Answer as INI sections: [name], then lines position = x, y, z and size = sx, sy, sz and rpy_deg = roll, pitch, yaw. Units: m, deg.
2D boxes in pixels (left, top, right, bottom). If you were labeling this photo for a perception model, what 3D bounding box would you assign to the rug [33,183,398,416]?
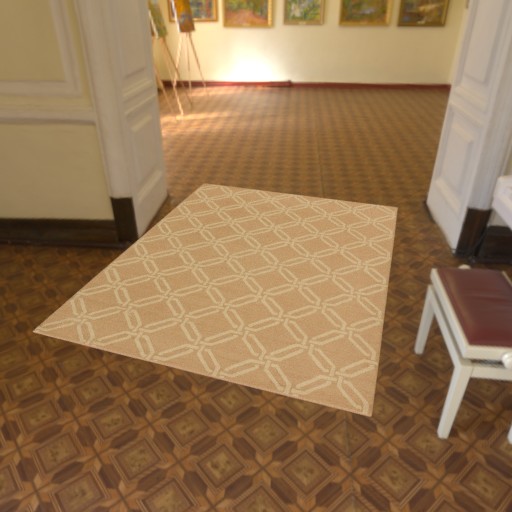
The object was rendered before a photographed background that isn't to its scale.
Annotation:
[rug]
position = 0.000, 0.000, 3.923
size = 2.288, 0.018, 2.895
rpy_deg = 9, 32, 16
